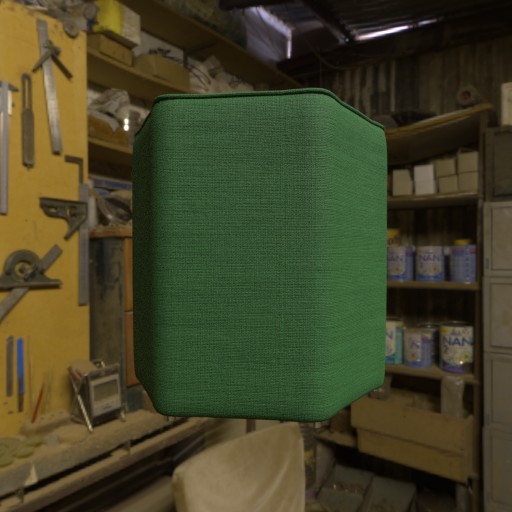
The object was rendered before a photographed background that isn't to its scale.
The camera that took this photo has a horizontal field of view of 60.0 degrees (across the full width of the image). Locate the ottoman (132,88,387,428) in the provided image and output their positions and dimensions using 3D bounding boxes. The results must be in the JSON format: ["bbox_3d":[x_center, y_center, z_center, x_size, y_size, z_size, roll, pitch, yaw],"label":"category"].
[{"bbox_3d":[0.000,0.000,0.867,0.444,0.507,0.499,0,0,37],"label":"ottoman"}]
